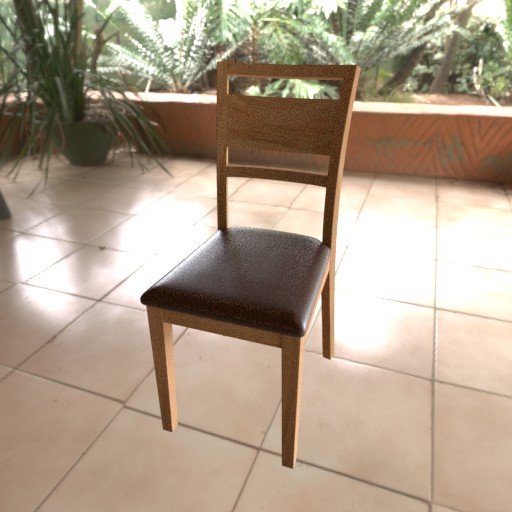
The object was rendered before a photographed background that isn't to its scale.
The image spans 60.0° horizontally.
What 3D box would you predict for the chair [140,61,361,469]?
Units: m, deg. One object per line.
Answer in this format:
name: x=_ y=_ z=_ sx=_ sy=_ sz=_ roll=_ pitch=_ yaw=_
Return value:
chair: x=0.000 y=0.000 z=1.211 sx=0.420 sy=0.940 sz=0.545 roll=9 pitch=29 yaw=17
